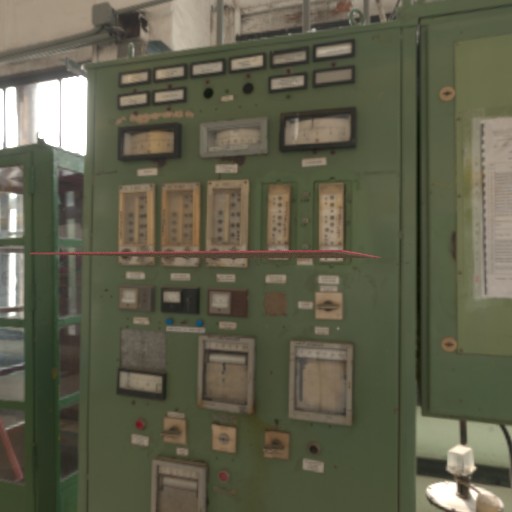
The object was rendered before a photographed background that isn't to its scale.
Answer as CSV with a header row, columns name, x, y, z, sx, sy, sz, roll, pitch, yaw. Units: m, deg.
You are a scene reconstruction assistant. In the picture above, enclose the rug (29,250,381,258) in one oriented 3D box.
name,x,y,z,sx,sy,sz,roll,pitch,yaw
rug,0.000,0.000,3.084,1.534,0.010,2.423,0,-1,19
